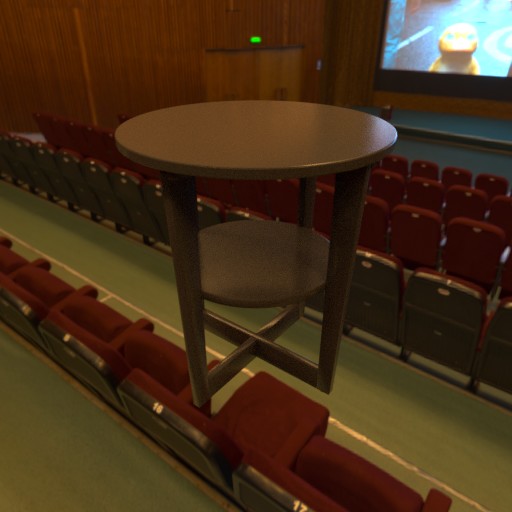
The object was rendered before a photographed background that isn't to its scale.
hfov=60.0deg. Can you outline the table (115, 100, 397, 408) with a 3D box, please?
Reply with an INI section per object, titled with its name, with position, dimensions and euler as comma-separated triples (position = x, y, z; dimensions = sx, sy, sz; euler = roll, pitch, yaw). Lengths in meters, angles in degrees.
[table]
position = 0.000, 0.000, 0.946
dimensions = 0.500, 0.550, 0.500
euler = 0, 29, 0
